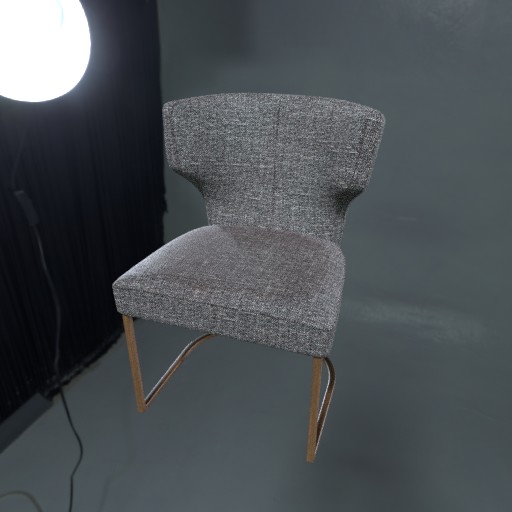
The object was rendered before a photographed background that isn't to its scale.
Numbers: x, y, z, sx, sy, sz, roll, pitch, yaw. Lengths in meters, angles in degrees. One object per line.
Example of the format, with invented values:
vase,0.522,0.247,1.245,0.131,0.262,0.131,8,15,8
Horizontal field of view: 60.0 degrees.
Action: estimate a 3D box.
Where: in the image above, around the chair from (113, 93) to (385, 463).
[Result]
chair,0.000,0.000,1.270,0.611,0.824,0.617,9,28,17
